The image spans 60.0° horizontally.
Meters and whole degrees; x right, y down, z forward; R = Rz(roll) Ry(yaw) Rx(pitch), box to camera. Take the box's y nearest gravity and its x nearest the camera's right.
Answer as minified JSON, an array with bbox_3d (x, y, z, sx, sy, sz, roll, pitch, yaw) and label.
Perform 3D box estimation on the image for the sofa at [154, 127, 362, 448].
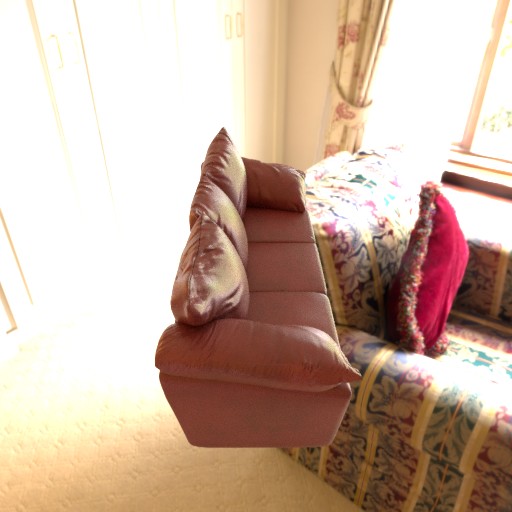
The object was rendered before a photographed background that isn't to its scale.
[{"bbox_3d":[0.000,0.000,2.913,0.907,1.091,2.390,0,33,0],"label":"sofa"}]
